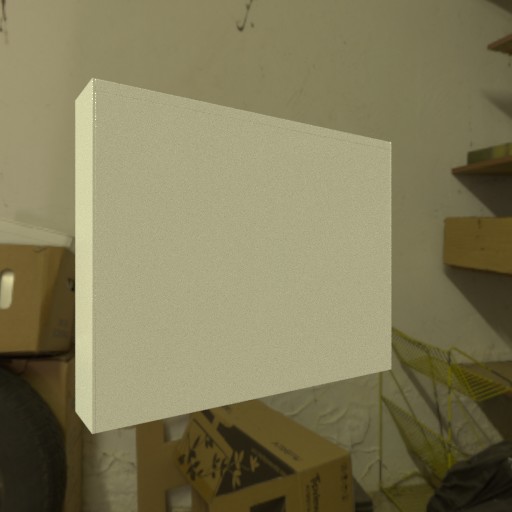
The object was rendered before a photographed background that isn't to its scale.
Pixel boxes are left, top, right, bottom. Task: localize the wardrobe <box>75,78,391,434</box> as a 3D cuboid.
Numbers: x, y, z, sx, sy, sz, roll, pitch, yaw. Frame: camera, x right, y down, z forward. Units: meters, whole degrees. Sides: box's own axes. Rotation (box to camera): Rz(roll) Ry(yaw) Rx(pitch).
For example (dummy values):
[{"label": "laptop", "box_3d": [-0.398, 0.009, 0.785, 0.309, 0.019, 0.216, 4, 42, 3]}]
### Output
[{"label": "wardrobe", "box_3d": [0.000, 0.000, 4.012, 3.000, 2.360, 0.580, 0, 0, -34]}]
